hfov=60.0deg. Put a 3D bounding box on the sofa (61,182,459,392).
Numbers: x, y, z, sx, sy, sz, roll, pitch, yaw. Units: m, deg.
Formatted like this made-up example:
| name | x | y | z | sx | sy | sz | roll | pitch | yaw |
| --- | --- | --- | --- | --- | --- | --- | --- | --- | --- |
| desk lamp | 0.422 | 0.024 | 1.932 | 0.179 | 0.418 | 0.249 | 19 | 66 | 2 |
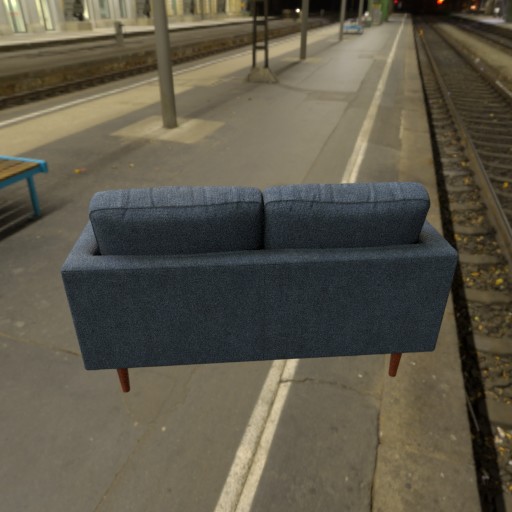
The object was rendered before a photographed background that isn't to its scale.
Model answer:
| name | x | y | z | sx | sy | sz | roll | pitch | yaw |
| --- | --- | --- | --- | --- | --- | --- | --- | --- | --- |
| sofa | 0.000 | 0.000 | 2.190 | 1.582 | 0.944 | 0.903 | -2 | 30 | -4 |
